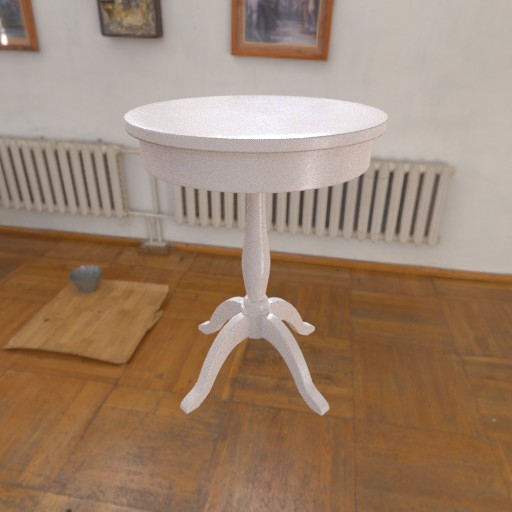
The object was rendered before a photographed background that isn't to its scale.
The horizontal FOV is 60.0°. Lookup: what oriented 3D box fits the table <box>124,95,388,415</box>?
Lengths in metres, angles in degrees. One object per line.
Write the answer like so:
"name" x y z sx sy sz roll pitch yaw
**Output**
"table" 0.000 0.000 1.038 0.513 0.653 0.513 0 27 0
